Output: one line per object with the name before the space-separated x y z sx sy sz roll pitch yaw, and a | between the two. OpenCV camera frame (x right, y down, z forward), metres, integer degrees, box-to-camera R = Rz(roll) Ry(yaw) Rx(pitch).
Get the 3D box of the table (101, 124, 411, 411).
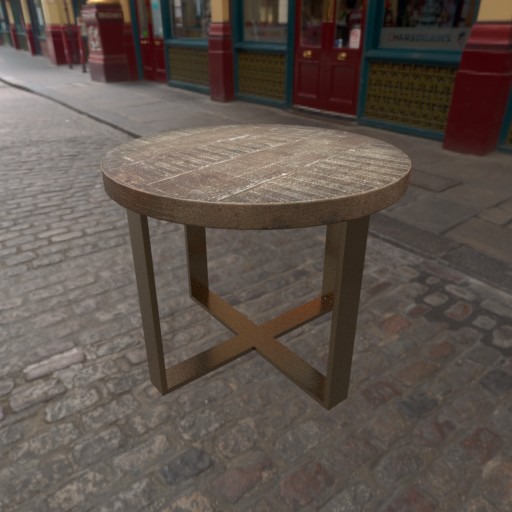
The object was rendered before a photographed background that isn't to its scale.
table | 0.000 0.000 0.931 0.557 0.437 0.557 0 27 0
